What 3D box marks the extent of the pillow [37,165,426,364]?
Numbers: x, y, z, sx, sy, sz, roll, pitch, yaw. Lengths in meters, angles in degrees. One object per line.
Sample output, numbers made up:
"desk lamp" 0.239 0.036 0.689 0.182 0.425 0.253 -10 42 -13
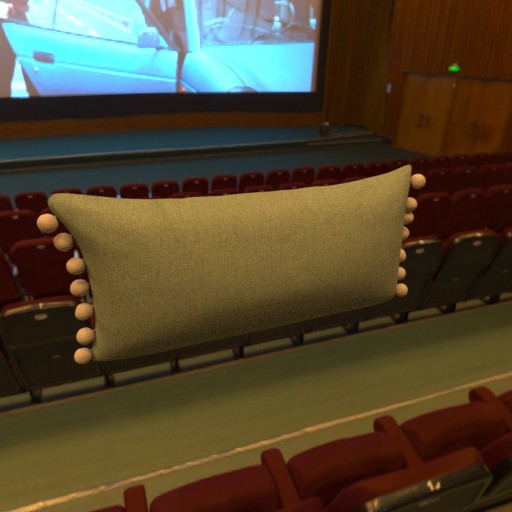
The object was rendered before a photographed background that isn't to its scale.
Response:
"pillow" 0.000 0.000 0.839 0.709 0.322 0.201 -9 28 -17
